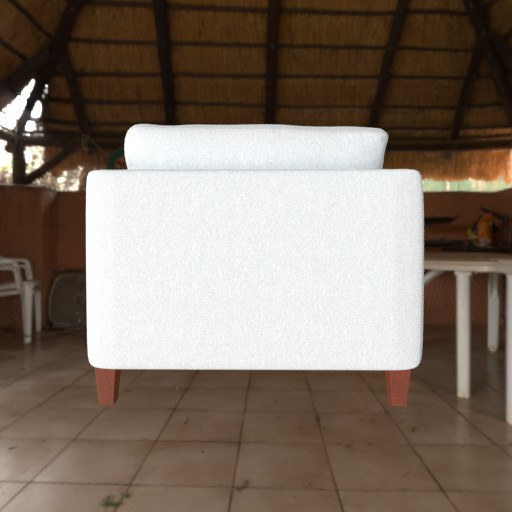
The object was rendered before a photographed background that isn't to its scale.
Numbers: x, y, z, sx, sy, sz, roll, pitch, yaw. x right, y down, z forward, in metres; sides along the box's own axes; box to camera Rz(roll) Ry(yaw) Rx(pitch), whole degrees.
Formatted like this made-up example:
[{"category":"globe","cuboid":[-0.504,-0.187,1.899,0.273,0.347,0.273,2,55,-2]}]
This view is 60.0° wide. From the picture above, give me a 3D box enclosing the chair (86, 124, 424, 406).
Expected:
[{"category":"chair","cuboid":[0.000,0.000,1.870,1.107,0.961,0.953,0,1,1]}]
